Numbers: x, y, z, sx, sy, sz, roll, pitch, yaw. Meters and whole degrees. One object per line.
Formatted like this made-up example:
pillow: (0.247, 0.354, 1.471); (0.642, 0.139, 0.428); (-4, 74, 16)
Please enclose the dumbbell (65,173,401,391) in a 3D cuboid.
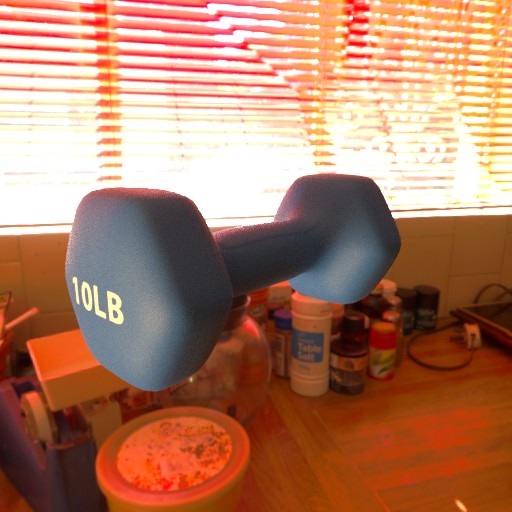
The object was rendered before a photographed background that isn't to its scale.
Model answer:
dumbbell: (0.000, 0.000, 0.272); (0.103, 0.093, 0.212); (13, 19, 43)
